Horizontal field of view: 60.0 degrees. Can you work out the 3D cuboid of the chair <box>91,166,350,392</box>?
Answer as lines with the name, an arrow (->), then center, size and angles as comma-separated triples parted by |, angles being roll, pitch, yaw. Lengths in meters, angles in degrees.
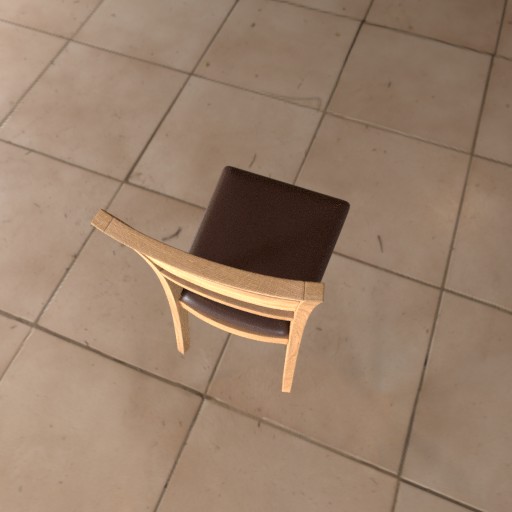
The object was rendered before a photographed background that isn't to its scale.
chair -> 0.000, 0.000, 1.221 | 0.420, 0.940, 0.545 | 18, 65, 9
